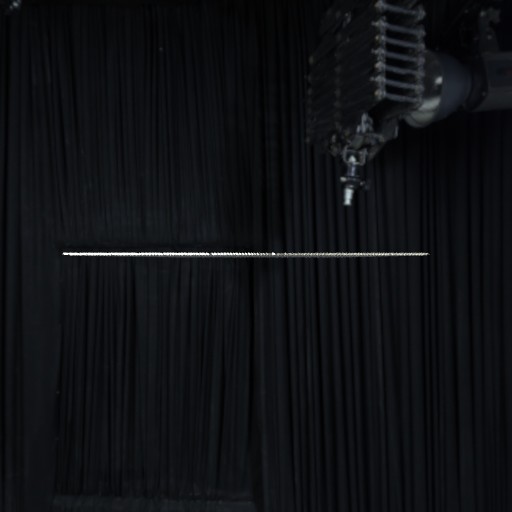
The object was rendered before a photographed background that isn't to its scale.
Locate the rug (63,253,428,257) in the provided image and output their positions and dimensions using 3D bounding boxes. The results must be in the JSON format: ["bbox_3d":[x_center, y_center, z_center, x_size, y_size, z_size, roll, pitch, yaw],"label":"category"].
[{"bbox_3d":[0.000,0.000,3.027,1.529,0.010,2.440,0,0,2],"label":"rug"}]
